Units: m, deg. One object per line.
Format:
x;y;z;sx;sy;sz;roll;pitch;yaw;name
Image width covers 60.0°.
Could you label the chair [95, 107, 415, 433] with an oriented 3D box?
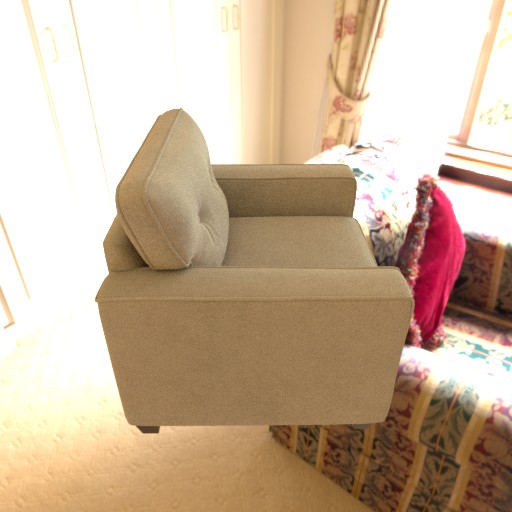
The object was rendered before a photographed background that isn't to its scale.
0.000;0.000;1.751;0.939;0.965;1.015;0;34;-1;chair
